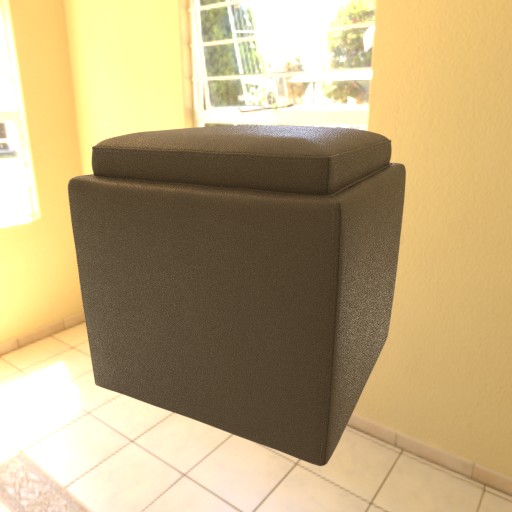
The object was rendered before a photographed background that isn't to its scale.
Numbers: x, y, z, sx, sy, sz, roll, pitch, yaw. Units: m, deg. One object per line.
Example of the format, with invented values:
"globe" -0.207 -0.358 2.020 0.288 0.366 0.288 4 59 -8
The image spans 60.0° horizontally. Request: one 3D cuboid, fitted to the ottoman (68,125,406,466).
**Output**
"ottoman" 0.000 0.000 0.818 0.451 0.460 0.450 9 20 26
